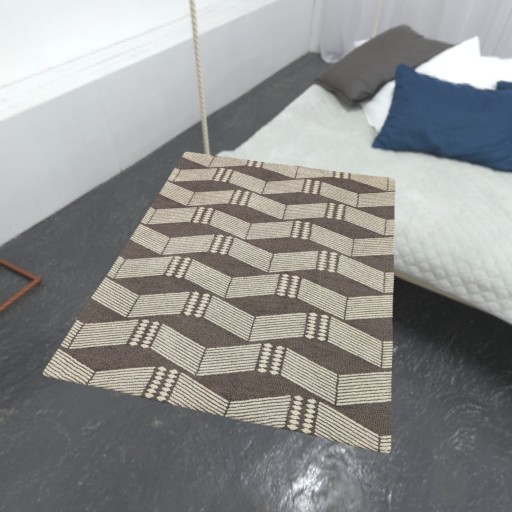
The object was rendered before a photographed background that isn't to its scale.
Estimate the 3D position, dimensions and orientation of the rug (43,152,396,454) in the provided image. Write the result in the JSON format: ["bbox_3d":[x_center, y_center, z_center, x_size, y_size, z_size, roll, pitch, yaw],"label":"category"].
[{"bbox_3d":[0.000,0.000,4.014,2.438,0.016,3.048,9,45,9],"label":"rug"}]
